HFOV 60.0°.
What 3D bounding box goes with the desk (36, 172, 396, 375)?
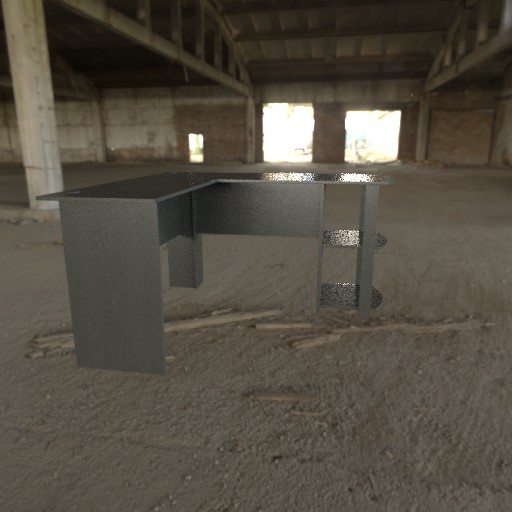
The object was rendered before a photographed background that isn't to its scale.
[{"bbox_3d":[0.000,0.000,2.172,1.361,0.716,1.303,3,15,10],"label":"desk"}]
